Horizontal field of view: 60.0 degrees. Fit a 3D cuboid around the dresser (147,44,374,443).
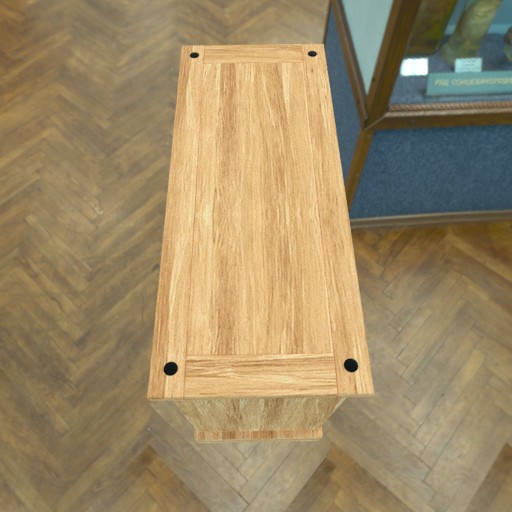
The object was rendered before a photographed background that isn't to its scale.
[{"bbox_3d":[0.000,0.000,1.358,0.410,0.740,0.990,-1,61,-1],"label":"dresser"}]
